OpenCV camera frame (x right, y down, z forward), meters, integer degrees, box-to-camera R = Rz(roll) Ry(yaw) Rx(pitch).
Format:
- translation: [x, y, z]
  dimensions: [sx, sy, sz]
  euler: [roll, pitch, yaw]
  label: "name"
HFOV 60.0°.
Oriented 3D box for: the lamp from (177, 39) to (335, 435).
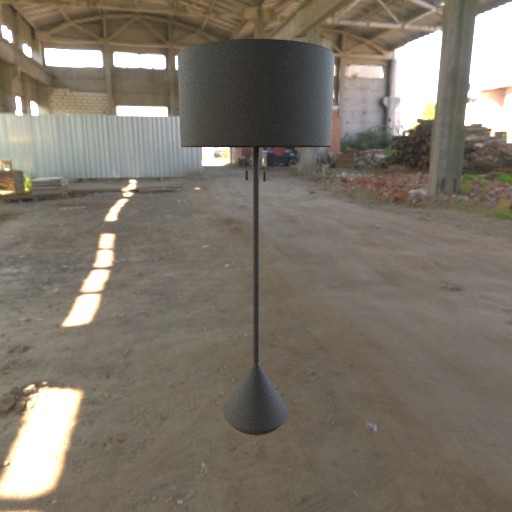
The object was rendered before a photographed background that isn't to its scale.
- translation: [0.000, 0.000, 1.834]
  dimensions: [0.580, 1.526, 0.580]
  euler: [12, 18, 42]
  label: "lamp"
